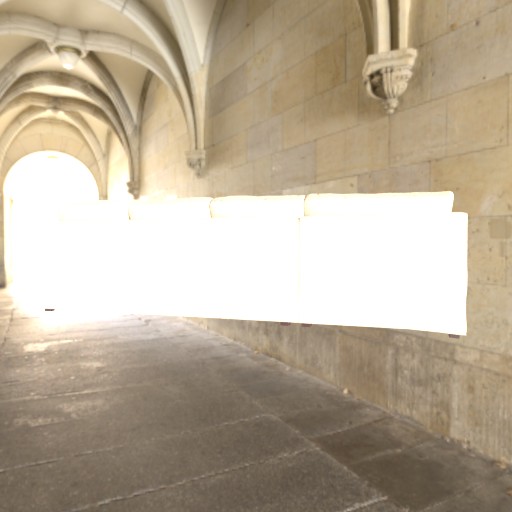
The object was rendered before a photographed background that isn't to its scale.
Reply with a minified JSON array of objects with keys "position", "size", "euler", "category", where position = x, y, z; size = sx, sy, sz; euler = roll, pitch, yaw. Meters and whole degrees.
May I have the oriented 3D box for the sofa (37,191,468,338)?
[{"position":[0.000,0.000,3.855],"size":[3.205,0.922,1.650],"euler":[0,2,18],"category":"sofa"}]
